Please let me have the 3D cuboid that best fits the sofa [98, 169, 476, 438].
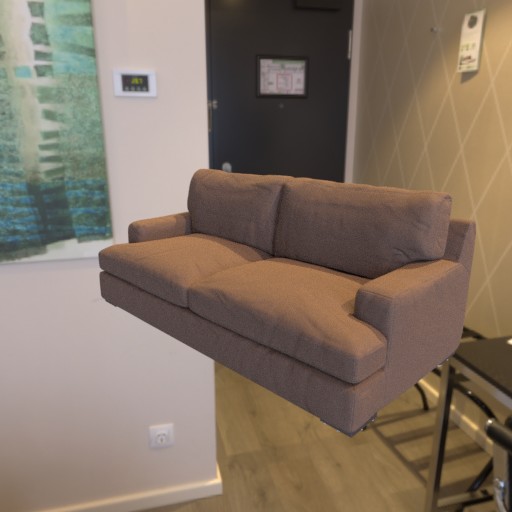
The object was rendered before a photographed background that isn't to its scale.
[{"bbox_3d":[0.000,0.000,2.831,1.140,0.950,2.274,-15,21,-43],"label":"sofa"}]
